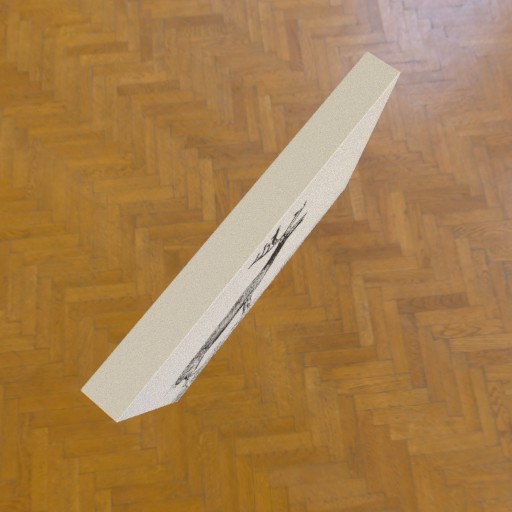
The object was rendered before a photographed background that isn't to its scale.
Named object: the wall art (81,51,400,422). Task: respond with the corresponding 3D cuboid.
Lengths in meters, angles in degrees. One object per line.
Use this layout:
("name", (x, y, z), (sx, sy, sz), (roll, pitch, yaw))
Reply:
("wall art", (0.000, 0.000, 0.493), (0.038, 0.259, 0.381), (37, 78, 9))
